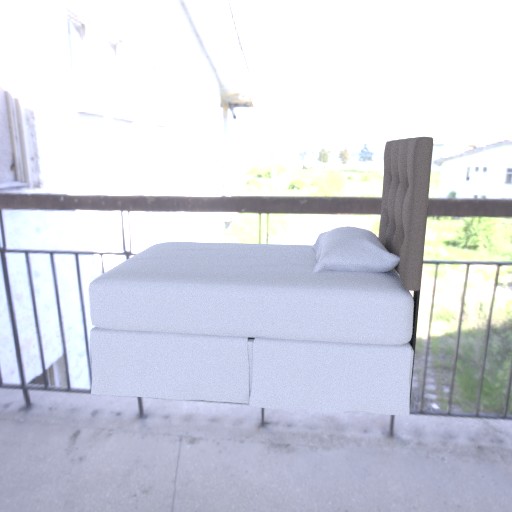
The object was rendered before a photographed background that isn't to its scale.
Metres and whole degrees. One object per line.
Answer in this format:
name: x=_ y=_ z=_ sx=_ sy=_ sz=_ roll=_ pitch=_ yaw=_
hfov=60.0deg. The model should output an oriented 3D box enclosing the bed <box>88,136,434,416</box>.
bed: x=0.000 y=0.000 z=3.078 sx=1.997 sy=1.571 sz=1.261 roll=2 pitch=14 yaw=8
